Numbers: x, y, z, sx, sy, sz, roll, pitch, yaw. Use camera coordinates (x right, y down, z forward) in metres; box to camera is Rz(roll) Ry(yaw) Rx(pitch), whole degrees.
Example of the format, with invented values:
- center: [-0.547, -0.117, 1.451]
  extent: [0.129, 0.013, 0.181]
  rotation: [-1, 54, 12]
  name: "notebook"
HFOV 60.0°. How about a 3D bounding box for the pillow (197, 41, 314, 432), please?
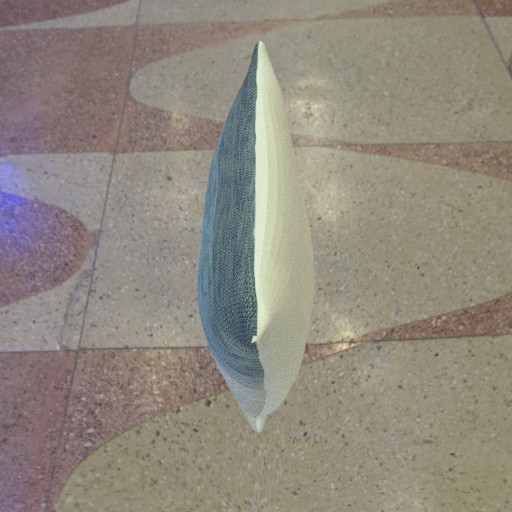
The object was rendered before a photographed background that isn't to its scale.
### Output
- center: [0.000, 0.000, 0.678]
  extent: [0.182, 0.441, 0.440]
  rotation: [1, 59, 1]
  name: "pillow"
